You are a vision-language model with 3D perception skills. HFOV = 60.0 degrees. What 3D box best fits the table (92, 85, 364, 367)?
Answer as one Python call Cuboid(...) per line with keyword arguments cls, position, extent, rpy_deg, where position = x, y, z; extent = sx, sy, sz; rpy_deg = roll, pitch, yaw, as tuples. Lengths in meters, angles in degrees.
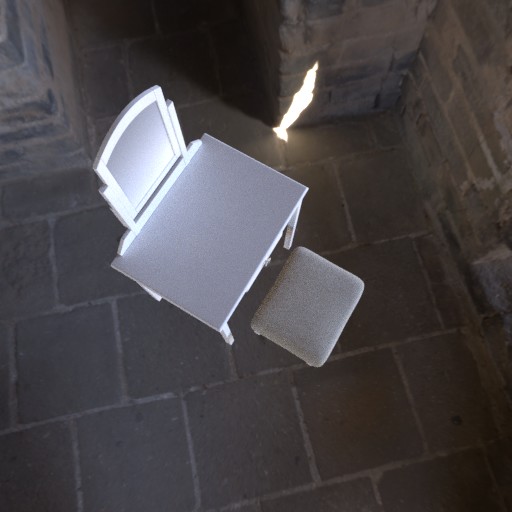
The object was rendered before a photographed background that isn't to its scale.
Cuboid(cls="table", position=(0.000, 0.000, 2.316), extent=(1.211, 1.631, 0.876), rpy_deg=(30, 75, 9))
